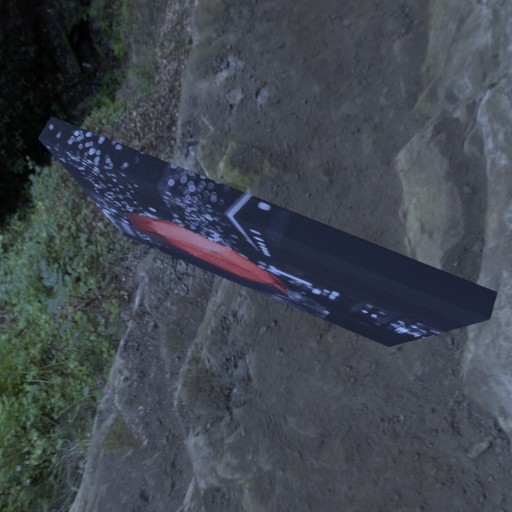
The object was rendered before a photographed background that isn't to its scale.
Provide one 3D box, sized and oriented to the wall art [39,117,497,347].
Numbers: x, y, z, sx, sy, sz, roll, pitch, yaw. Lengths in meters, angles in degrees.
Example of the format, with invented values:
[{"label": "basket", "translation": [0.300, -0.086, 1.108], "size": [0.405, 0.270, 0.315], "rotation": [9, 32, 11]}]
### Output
[{"label": "wall art", "translation": [0.000, 0.000, 0.748], "size": [0.609, 0.406, 0.037], "rotation": [22, 75, 6]}]
